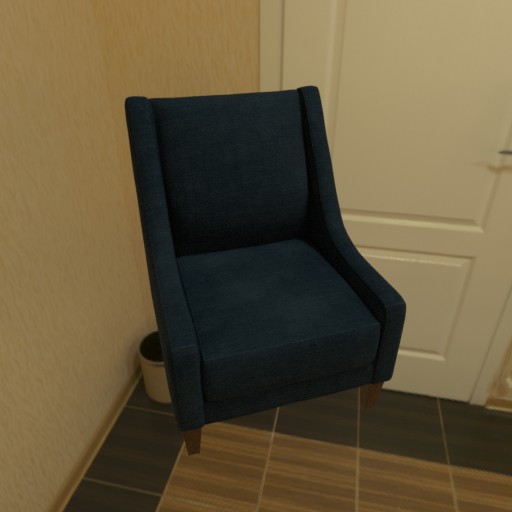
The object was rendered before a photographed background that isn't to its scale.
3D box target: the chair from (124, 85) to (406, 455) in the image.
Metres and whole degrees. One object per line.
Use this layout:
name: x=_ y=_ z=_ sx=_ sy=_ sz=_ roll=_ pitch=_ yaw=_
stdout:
chair: x=0.000 y=0.000 z=1.622 sx=0.774 sy=1.014 sz=0.870 roll=-9 pitch=32 yaw=-14
